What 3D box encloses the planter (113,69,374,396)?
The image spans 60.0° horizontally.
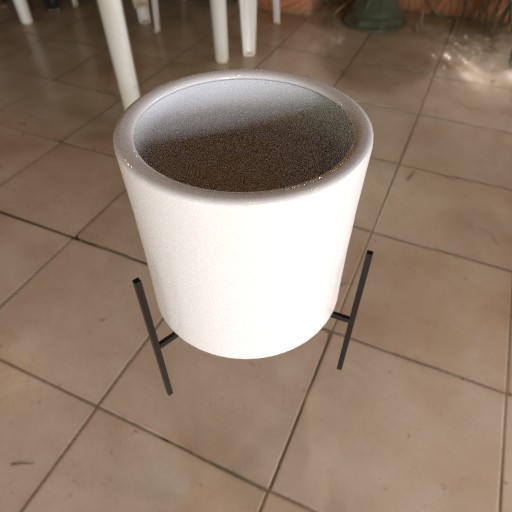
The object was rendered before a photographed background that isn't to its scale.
[{"bbox_3d":[0.000,0.000,0.733,0.361,0.480,0.360,17,48,16],"label":"planter"}]
